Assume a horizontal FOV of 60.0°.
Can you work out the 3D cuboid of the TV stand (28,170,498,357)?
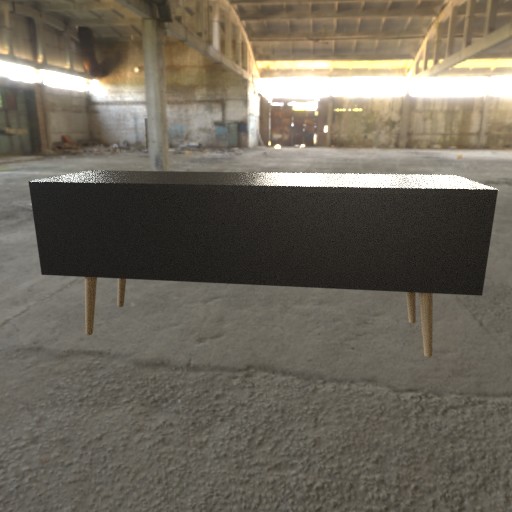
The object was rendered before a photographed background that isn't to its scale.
[{"bbox_3d":[0.000,0.000,1.484,1.312,0.518,0.390,2,16,8],"label":"TV stand"}]
